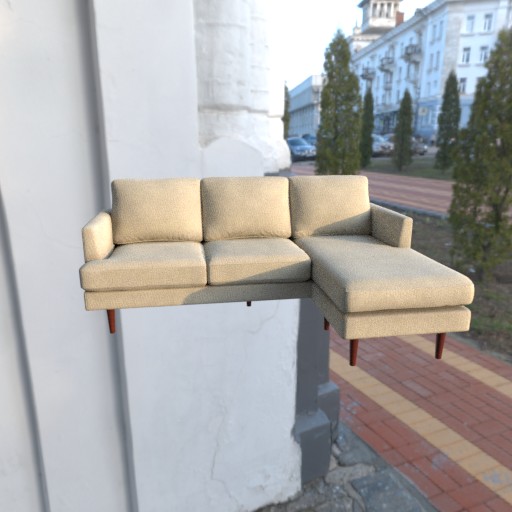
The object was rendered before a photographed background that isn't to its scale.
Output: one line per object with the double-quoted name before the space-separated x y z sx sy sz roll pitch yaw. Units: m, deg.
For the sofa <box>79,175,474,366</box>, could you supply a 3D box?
"sofa" 0.000 0.000 2.975 2.233 0.956 1.504 -2 15 -9
